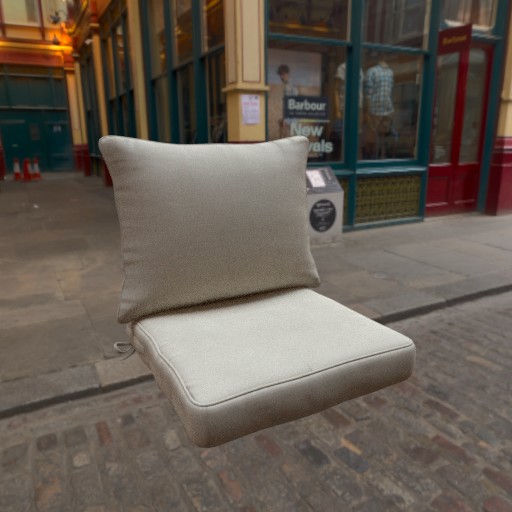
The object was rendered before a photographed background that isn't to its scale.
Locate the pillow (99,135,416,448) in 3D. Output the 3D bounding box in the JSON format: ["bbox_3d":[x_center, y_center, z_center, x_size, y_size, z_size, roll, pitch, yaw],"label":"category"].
[{"bbox_3d":[0.000,0.000,1.357,0.798,0.716,0.733,-8,17,-28],"label":"pillow"}]
